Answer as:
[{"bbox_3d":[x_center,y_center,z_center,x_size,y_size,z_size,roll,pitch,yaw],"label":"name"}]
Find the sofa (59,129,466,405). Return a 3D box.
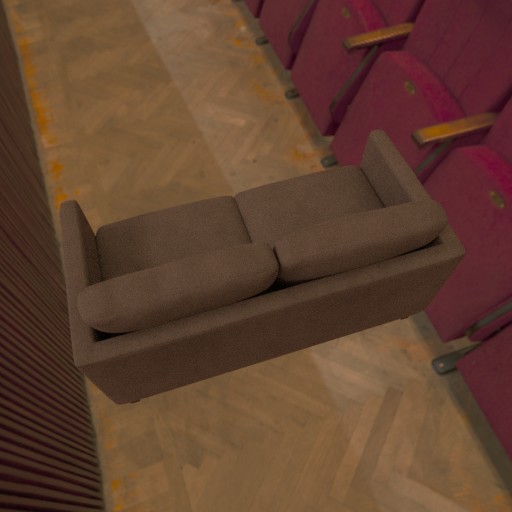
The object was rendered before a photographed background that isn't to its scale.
[{"bbox_3d":[0.000,0.000,2.442,1.884,0.963,0.950,-15,59,-9],"label":"sofa"}]
